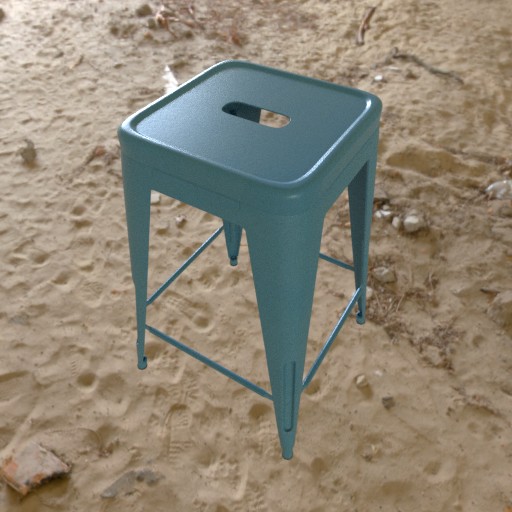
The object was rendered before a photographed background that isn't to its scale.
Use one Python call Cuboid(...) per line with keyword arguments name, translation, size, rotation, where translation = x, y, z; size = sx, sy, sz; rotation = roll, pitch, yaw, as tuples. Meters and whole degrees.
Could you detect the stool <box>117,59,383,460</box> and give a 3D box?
Cuboid(name="stool", translation=(0.000, 0.000, 0.868), size=(0.410, 0.608, 0.410), rotation=(24, 50, 21))
